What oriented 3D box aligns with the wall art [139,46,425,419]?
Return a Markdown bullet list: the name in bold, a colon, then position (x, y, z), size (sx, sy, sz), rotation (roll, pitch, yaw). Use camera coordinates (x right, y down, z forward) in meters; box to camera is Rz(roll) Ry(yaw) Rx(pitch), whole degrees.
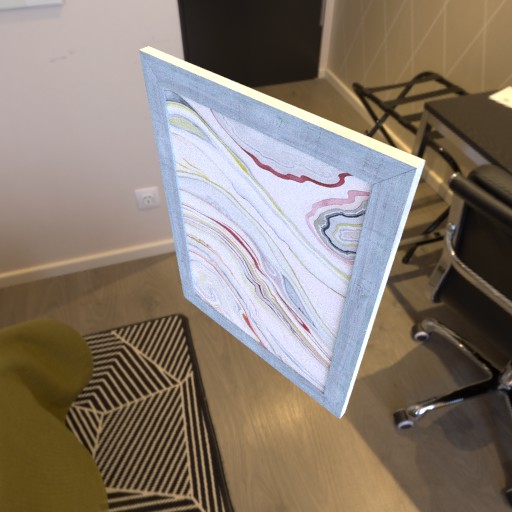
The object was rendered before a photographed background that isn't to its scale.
- **wall art**: position (0.000, 0.000, 0.810), size (0.481, 0.613, 0.020), rotation (33, 54, 28)
